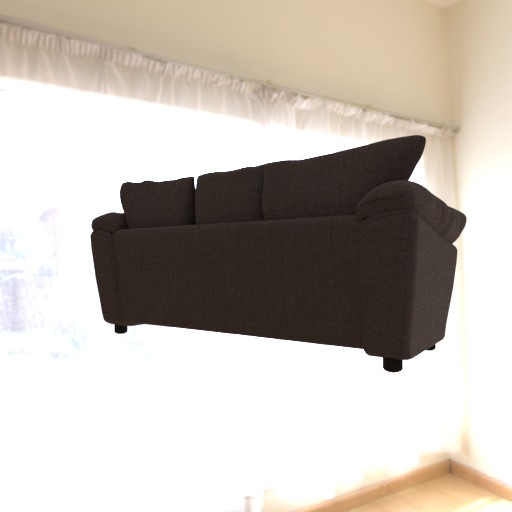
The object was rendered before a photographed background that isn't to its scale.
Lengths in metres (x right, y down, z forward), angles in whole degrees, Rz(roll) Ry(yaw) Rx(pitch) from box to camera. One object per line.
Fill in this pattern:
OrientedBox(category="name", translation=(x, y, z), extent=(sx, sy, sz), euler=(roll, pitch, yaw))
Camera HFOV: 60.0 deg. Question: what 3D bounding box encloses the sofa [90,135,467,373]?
OrientedBox(category="sofa", translation=(0.000, 0.000, 2.816), extent=(2.336, 1.080, 0.883), euler=(-1, -1, 35))
